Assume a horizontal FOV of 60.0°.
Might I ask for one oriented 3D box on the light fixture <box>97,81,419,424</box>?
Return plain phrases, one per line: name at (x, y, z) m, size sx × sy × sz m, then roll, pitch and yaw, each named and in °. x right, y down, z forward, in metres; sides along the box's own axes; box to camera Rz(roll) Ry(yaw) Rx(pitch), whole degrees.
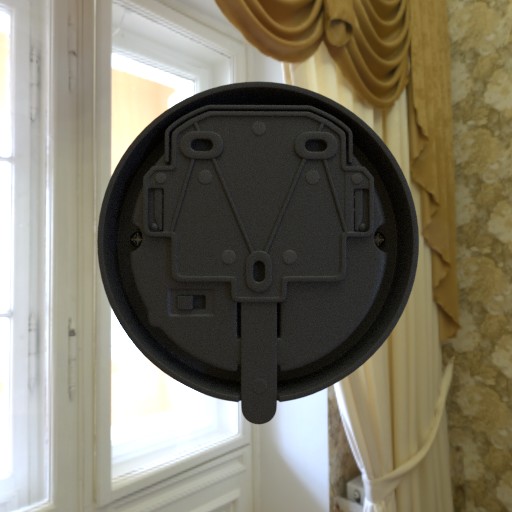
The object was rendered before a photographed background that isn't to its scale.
light fixture at (0.000, 0.000, 0.263) m, size 0.134 × 0.143 × 0.160 m, roll 0°, pitch -1°, yaw -1°
